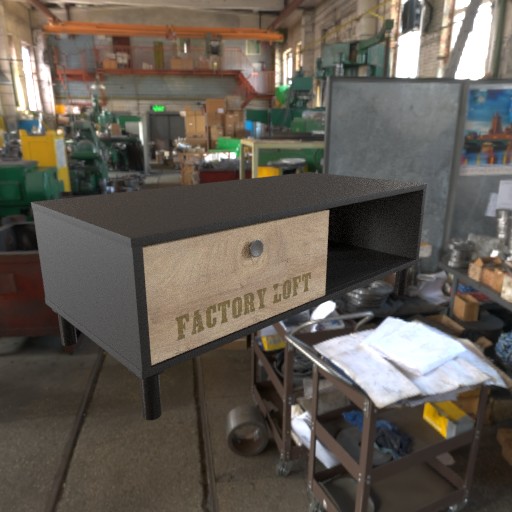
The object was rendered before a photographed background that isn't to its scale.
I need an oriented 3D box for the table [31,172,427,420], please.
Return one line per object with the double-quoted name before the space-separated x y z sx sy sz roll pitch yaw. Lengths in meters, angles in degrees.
"table" 0.000 0.000 1.379 1.100 0.400 0.550 -15 22 -41
